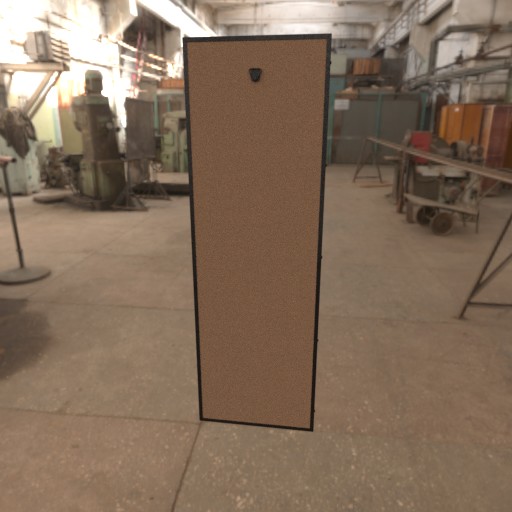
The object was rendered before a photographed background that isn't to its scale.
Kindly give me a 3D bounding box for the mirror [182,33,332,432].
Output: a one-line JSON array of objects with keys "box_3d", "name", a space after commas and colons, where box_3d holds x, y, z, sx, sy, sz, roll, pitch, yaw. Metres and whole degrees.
[{"box_3d": [0.000, 0.000, 1.195, 0.354, 1.080, 0.042, 3, 18, 8], "name": "mirror"}]
